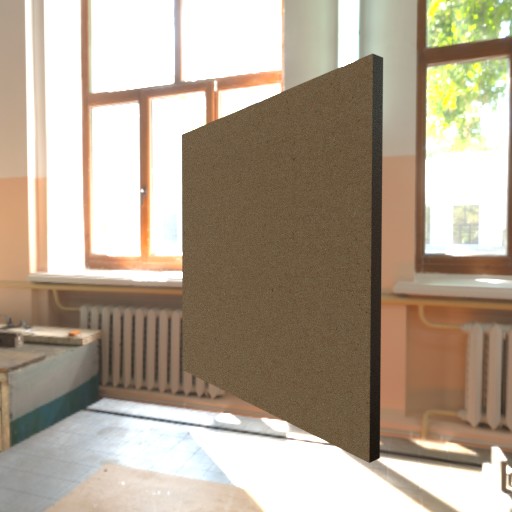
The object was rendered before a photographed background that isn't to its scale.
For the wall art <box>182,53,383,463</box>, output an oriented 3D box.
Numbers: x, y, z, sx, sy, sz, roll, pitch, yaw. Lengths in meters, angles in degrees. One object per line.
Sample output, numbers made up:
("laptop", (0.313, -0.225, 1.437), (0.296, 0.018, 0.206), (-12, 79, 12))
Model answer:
("wall art", (0.000, 0.000, 1.157), (0.031, 0.775, 0.773), (-1, 2, -37))
